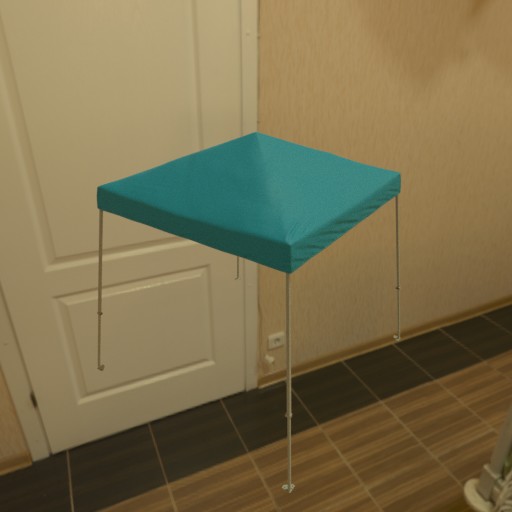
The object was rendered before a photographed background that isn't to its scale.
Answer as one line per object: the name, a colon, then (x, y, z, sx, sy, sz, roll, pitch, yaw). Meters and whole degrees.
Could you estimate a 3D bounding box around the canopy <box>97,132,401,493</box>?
canopy: (0.000, 0.000, 6.552, 3.599, 3.600, 3.600, 18, 32, 32)
